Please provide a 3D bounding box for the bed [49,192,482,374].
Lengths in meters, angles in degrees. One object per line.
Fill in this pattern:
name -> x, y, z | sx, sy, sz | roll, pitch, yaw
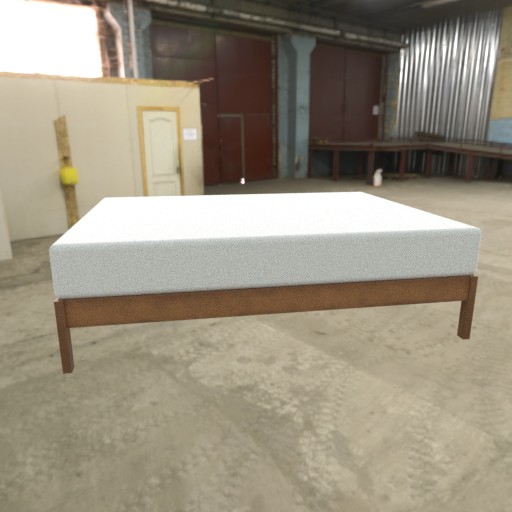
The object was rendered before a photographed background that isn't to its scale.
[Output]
bed -> 0.000, 0.000, 2.820 | 2.050, 0.593, 1.529 | -3, 16, -10
